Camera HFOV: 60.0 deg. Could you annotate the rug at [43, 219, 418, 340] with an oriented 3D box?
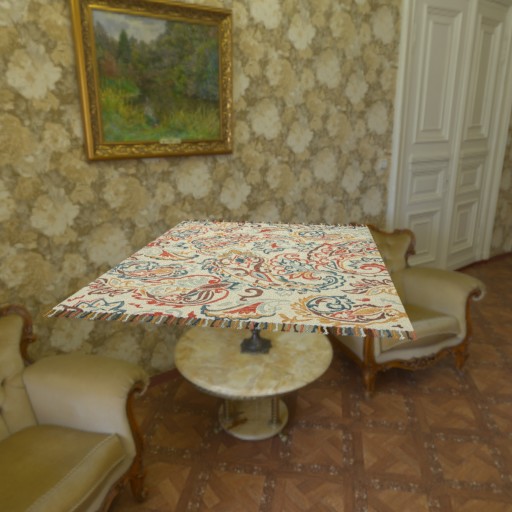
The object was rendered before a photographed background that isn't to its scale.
[{"bbox_3d":[0.000,0.000,4.378,2.439,0.015,3.274,2,16,8],"label":"rug"}]
